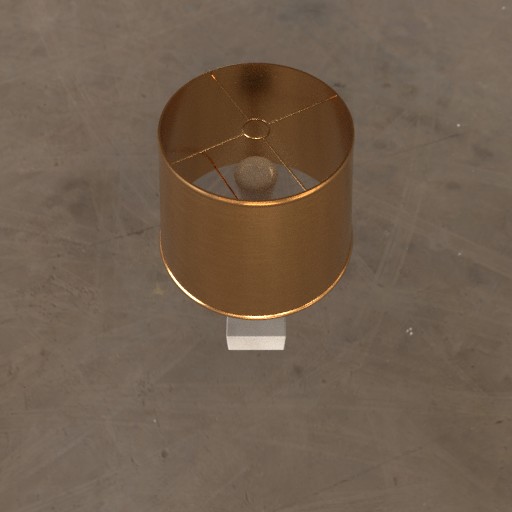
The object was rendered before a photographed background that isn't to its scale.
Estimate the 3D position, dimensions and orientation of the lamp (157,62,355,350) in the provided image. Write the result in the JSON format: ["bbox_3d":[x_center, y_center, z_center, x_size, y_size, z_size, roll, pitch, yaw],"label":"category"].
[{"bbox_3d":[0.000,0.000,0.525,0.208,0.406,0.208,0,59,0],"label":"lamp"}]
